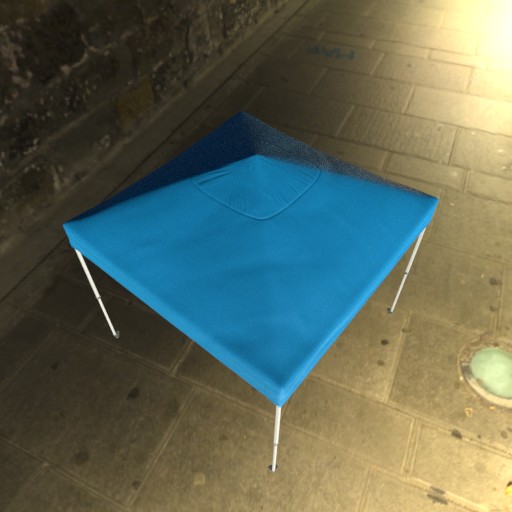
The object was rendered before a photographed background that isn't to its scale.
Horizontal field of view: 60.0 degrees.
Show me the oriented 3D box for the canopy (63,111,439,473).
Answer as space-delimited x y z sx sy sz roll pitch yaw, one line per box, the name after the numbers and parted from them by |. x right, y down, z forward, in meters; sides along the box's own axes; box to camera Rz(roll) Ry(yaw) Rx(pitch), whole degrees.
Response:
0.000 0.000 5.472 2.996 2.997 2.998 32 56 25 | canopy
